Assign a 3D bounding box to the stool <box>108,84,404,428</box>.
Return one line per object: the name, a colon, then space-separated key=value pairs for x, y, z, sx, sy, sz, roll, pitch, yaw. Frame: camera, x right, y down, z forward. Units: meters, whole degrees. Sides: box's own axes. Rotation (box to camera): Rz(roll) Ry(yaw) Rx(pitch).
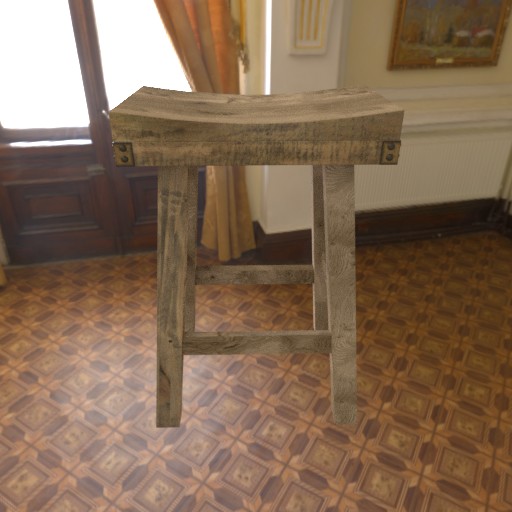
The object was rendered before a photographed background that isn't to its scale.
stool: x=0.000 y=0.000 z=0.922 sx=0.450 sy=0.635 sz=0.330 roll=-1 pitch=29 yaw=-1
